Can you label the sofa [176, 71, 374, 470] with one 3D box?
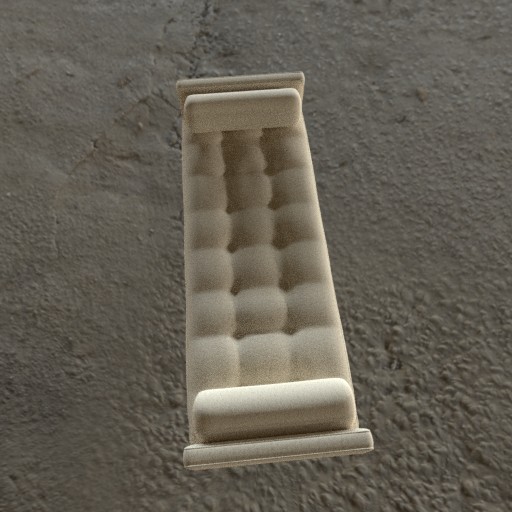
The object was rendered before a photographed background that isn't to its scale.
[{"bbox_3d":[0.000,0.000,2.342,0.746,0.641,1.985,-5,65,-2],"label":"sofa"}]
